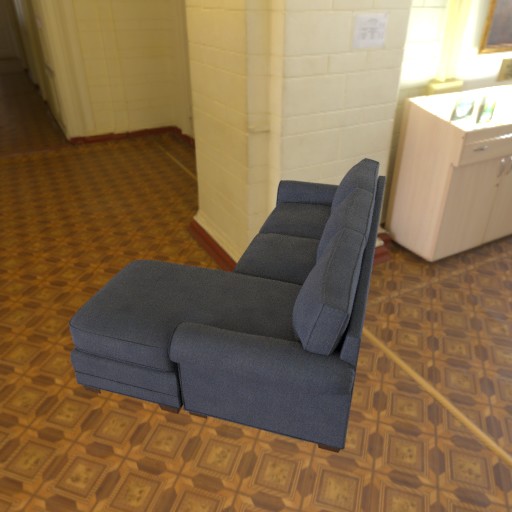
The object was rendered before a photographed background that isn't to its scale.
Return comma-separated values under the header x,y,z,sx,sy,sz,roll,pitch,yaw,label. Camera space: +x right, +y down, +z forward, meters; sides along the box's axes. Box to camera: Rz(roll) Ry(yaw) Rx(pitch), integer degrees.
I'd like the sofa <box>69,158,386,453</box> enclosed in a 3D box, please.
x,y,z,sx,sy,sz,roll,pitch,yaw,label
0.000,0.000,3.488,1.780,1.063,2.567,9,32,15,sofa
